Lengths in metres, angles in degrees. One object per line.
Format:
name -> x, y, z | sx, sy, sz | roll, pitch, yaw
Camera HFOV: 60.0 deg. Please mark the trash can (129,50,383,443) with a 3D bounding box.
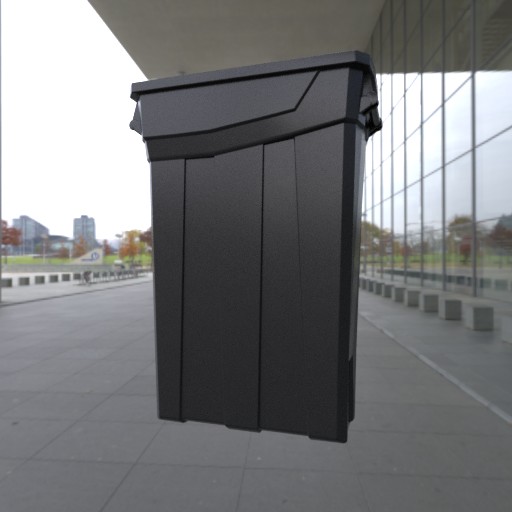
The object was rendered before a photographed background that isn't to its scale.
trash can -> 0.000, 0.000, 1.028 | 0.559, 0.762, 0.281 | 0, 0, 18
